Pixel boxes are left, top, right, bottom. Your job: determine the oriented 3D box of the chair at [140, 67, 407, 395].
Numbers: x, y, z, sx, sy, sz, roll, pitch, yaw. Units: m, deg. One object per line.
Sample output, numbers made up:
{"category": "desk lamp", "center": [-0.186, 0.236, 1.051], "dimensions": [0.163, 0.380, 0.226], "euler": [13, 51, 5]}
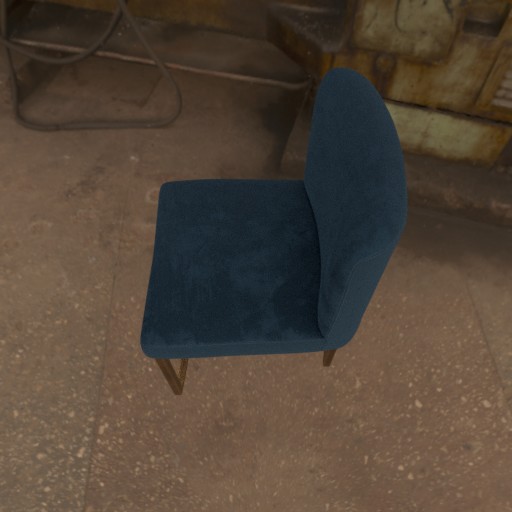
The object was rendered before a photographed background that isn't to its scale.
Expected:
{"category": "chair", "center": [0.000, 0.000, 1.172], "dimensions": [0.560, 0.824, 0.530], "euler": [-1, 57, -1]}
